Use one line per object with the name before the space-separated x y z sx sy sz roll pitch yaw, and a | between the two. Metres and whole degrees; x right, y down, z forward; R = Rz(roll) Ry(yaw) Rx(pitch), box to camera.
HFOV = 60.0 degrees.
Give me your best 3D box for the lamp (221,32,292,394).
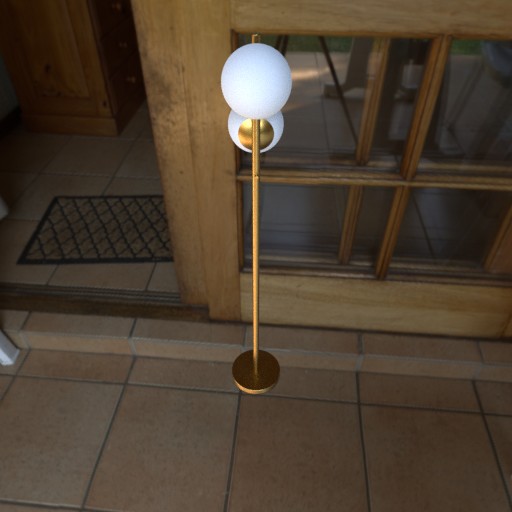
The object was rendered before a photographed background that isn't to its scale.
lamp | 0.000 0.000 1.756 0.249 1.641 0.419 0 42 0
